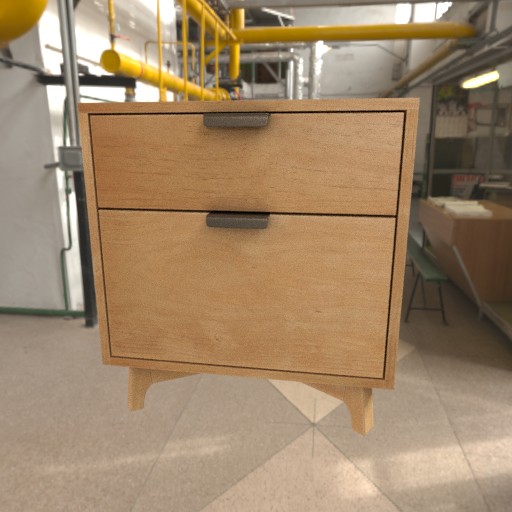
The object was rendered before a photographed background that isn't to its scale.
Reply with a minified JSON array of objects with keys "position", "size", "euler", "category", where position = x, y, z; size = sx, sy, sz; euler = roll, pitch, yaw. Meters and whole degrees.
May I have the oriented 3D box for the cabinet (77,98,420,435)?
[{"position":[0.000,0.000,0.944],"size":[0.551,0.599,0.394],"euler":[2,15,9],"category":"cabinet"}]
